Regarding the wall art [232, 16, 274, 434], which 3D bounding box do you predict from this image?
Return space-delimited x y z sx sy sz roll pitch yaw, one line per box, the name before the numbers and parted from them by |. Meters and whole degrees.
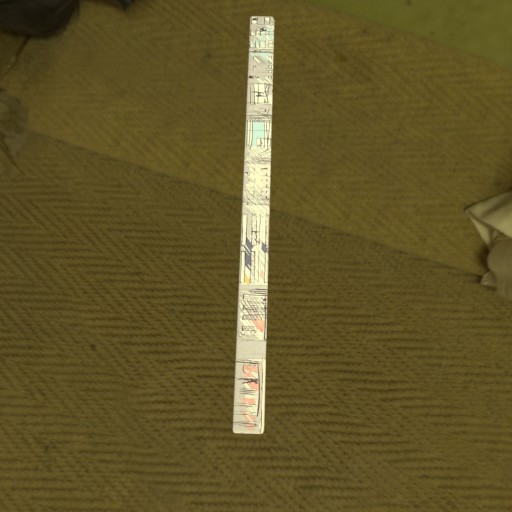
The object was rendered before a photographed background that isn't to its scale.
wall art | 0.000 0.000 0.899 0.038 0.608 0.607 2 74 0
